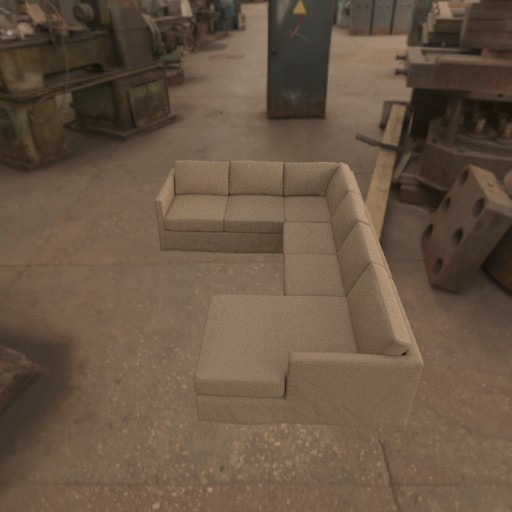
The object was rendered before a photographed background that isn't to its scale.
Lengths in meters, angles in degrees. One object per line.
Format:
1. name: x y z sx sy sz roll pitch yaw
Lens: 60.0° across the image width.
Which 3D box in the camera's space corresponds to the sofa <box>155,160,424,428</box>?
1. sofa: 0.000 0.000 4.594 2.427 0.882 3.460 1 33 2
